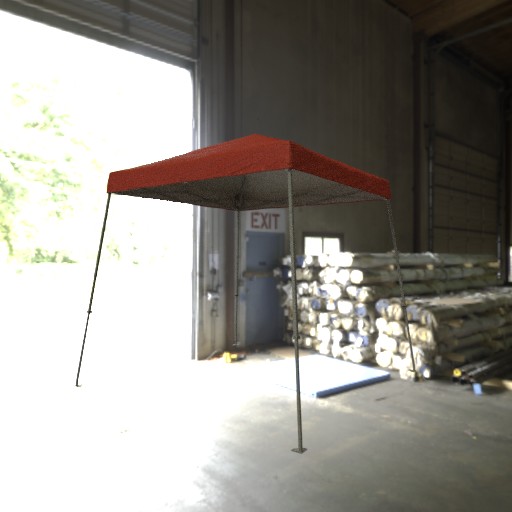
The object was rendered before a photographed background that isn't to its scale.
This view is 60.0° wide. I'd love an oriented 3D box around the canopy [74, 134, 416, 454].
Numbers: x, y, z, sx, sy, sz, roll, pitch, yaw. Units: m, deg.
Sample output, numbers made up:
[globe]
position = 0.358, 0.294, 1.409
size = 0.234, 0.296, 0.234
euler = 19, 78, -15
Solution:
[canopy]
position = 0.000, 0.000, 5.175
size = 2.850, 2.850, 2.849
euler = 0, 0, 36
